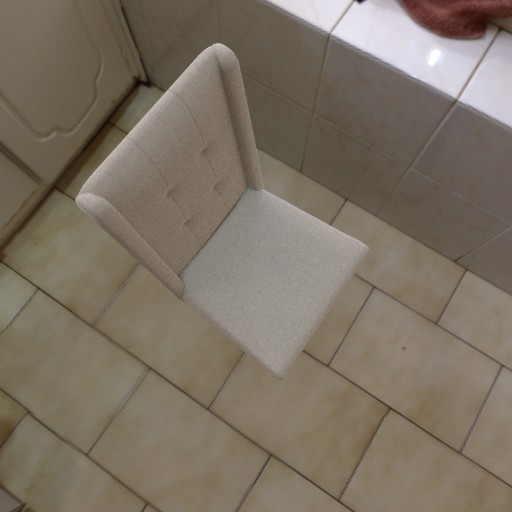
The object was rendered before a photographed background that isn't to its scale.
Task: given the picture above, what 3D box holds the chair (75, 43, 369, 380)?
[{"bbox_3d":[0.000,0.000,1.261,0.523,0.961,0.474,35,77,9],"label":"chair"}]
